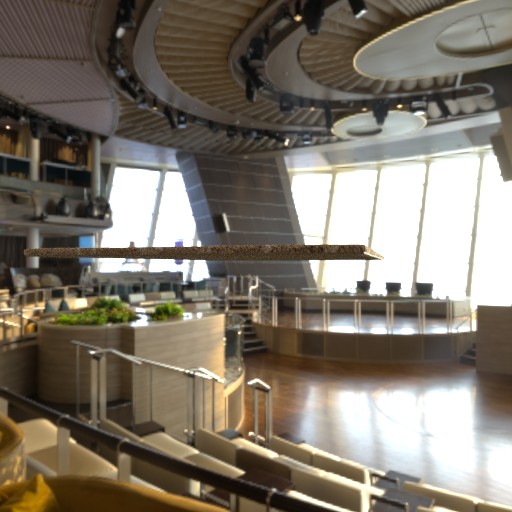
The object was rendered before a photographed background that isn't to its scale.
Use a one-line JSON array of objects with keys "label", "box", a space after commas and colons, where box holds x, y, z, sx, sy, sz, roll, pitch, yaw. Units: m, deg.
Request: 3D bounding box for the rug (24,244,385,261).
[{"label": "rug", "box": [0.000, 0.000, 2.272, 1.219, 0.030, 1.778, 0, -1, 18]}]
